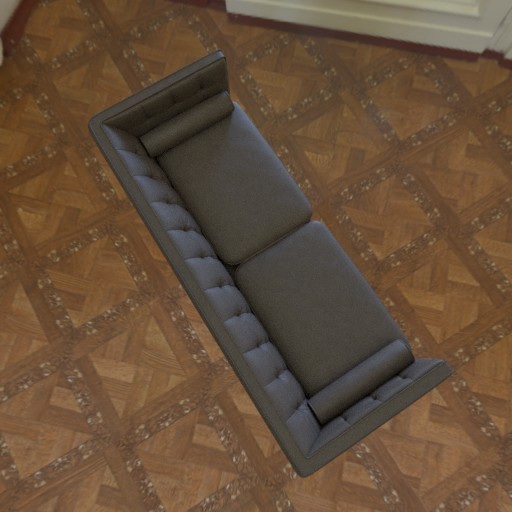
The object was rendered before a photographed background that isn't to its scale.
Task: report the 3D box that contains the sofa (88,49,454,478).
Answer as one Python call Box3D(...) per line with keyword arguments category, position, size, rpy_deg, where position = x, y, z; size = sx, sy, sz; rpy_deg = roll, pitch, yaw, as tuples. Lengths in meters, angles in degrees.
Box3D(category="sofa", position=(0.000, 0.000, 2.537), size=(0.867, 0.789, 2.087), rpy_deg=(-32, 78, -8))
